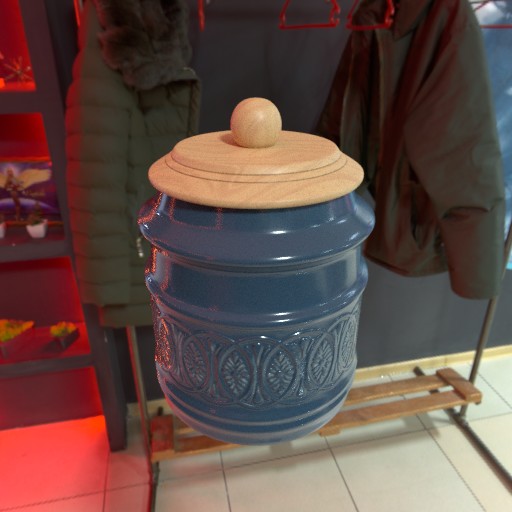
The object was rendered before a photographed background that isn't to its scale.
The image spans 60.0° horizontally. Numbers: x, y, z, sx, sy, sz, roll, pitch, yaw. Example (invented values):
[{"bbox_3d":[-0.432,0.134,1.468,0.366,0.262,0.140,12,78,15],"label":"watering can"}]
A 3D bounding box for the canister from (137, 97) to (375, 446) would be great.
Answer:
[{"bbox_3d":[0.000,0.000,0.261,0.130,0.176,0.130,0,27,0],"label":"canister"}]
